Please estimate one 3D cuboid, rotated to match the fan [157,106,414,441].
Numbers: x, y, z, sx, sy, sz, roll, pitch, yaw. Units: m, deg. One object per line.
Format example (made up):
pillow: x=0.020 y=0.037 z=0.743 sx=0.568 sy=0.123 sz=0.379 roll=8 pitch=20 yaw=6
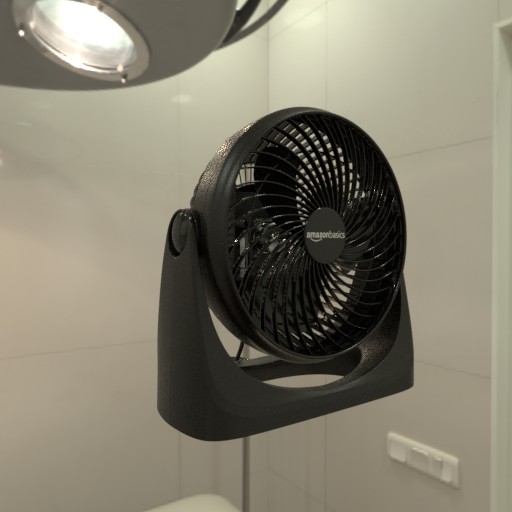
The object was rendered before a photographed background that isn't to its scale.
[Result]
fan: x=0.000 y=0.000 z=0.499 sx=0.273 sy=0.277 sz=0.256 roll=-1 pitch=1 yaw=-35
